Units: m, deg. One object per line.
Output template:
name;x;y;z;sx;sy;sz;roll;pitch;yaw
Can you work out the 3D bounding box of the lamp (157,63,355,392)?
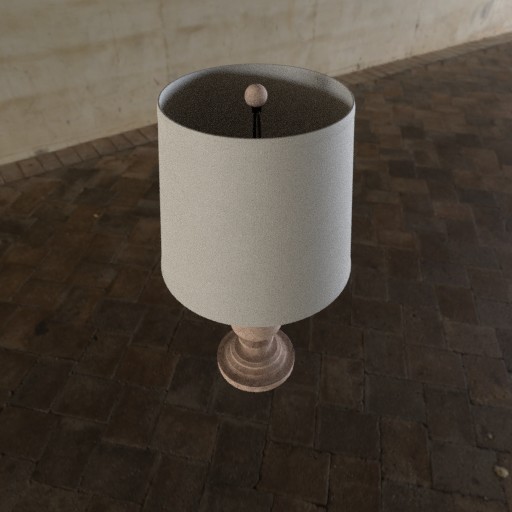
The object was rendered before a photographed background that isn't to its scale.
lamp;0.000;0.000;0.648;0.273;0.497;0.273;0;41;0
